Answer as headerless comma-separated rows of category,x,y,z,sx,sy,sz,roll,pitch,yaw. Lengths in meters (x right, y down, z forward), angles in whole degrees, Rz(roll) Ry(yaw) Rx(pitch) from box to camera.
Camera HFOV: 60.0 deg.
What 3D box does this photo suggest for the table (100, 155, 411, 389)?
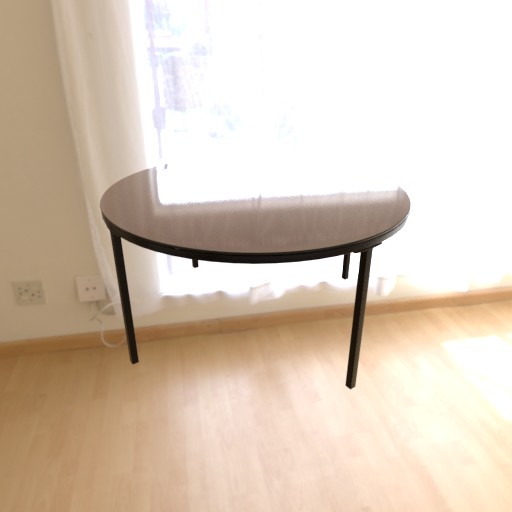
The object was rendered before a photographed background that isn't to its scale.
table,0.000,0.000,1.279,0.800,0.400,0.800,0,26,0
